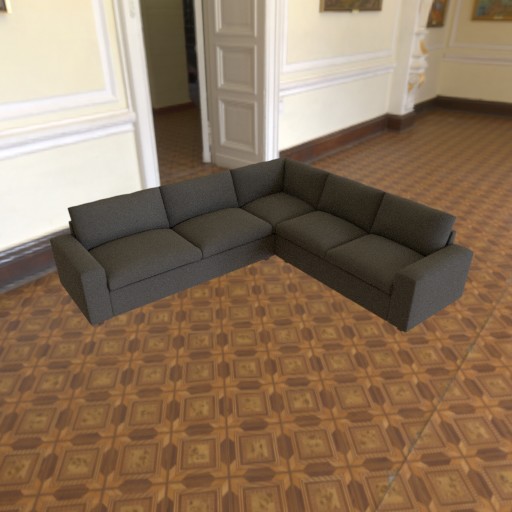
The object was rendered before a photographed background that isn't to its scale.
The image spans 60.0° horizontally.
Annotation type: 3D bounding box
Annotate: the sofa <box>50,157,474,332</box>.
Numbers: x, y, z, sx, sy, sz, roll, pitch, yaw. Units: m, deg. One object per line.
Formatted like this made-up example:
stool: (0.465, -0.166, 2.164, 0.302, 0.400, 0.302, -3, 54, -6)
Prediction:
sofa: (0.000, 0.000, 4.603, 3.277, 0.965, 2.895, -21, 35, -32)
